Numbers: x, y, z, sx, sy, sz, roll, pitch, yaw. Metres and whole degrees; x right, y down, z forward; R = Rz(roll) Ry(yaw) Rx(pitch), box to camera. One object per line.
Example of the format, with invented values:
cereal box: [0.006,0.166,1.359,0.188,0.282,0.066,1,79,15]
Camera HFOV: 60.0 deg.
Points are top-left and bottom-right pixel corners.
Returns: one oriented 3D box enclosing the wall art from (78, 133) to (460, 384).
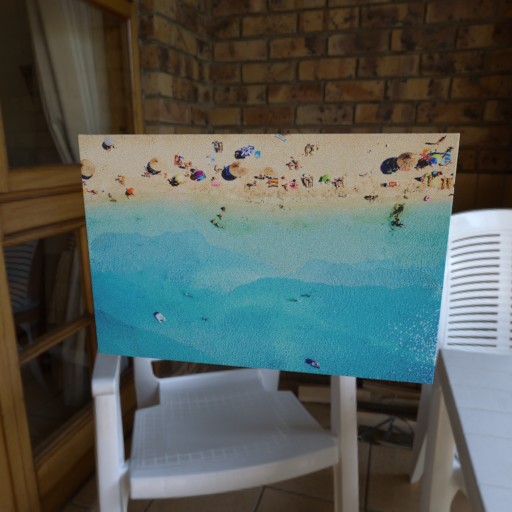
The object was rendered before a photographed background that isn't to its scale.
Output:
wall art: [0.000,0.000,1.123,0.894,0.595,0.057,3,14,10]
